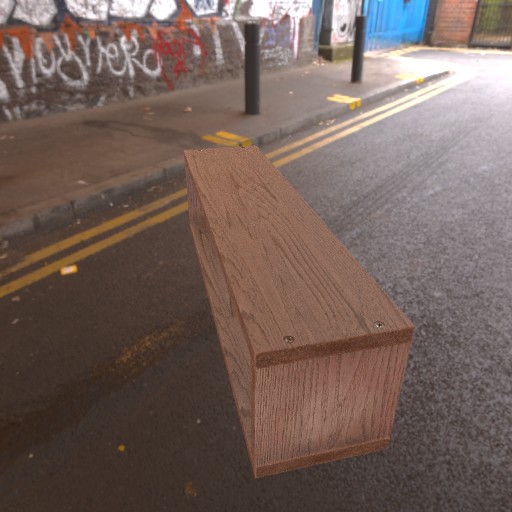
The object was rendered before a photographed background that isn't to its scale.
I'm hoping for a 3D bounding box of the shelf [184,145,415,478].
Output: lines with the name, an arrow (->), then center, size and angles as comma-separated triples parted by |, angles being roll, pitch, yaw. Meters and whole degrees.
shelf -> 0.000, 0.000, 0.687 | 0.150, 0.170, 0.610 | -7, 30, -12
